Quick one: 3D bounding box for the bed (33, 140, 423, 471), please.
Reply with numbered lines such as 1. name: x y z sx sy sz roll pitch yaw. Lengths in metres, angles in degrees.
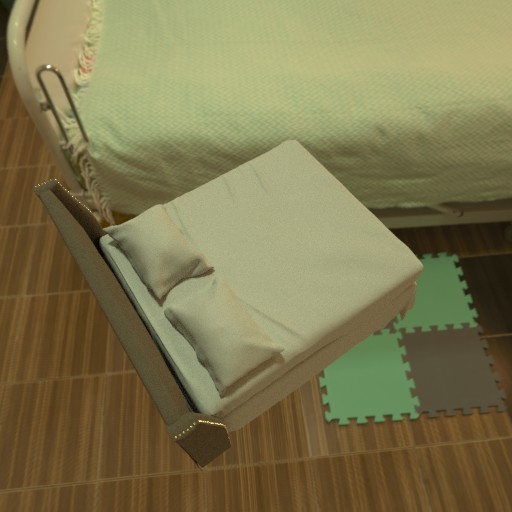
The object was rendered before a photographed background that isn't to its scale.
1. bed: 0.000 0.000 3.375 2.276 1.332 1.925 -31 64 -17
